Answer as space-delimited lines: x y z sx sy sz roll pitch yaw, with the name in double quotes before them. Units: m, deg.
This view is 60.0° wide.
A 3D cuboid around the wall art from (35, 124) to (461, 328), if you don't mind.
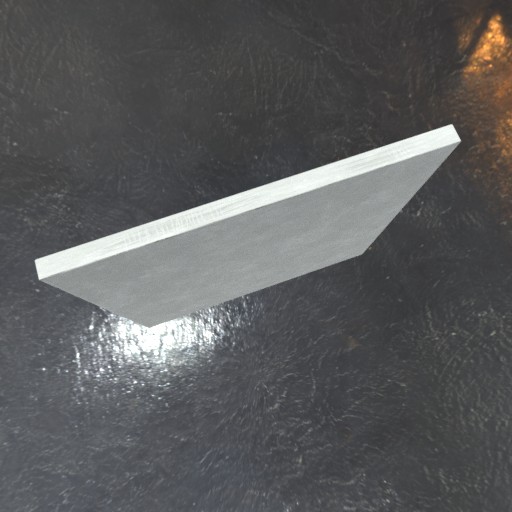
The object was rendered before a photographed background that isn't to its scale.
"wall art" 0.000 0.000 0.448 0.303 0.303 0.015 -19 76 -5
